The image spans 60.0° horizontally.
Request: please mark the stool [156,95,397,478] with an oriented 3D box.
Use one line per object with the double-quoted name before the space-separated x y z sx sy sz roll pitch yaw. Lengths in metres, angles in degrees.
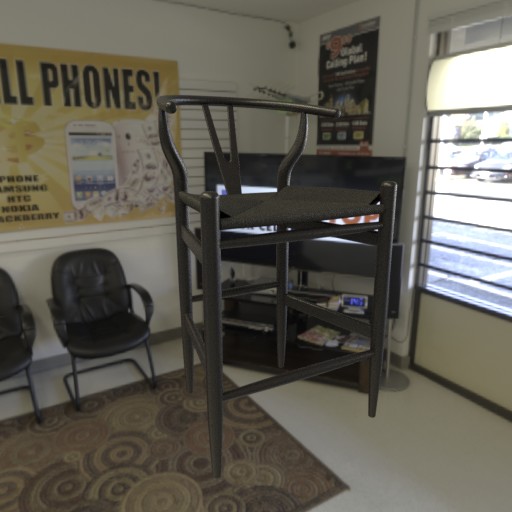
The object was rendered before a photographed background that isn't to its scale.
"stool" 0.000 0.000 1.360 0.569 0.970 0.579 -8 16 -28
